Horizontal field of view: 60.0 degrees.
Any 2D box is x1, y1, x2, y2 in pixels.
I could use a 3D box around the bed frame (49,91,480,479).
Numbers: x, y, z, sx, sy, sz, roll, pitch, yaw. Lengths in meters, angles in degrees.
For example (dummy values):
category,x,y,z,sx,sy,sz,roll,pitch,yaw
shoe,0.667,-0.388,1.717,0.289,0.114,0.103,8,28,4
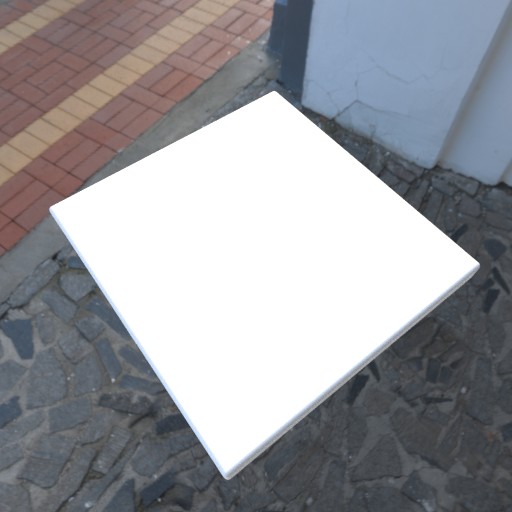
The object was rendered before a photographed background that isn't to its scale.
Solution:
category,x,y,z,sx,sy,sz,roll,pitch,yaw
bed frame,0.000,0.000,3.041,1.935,0.525,2.033,-33,65,-18
